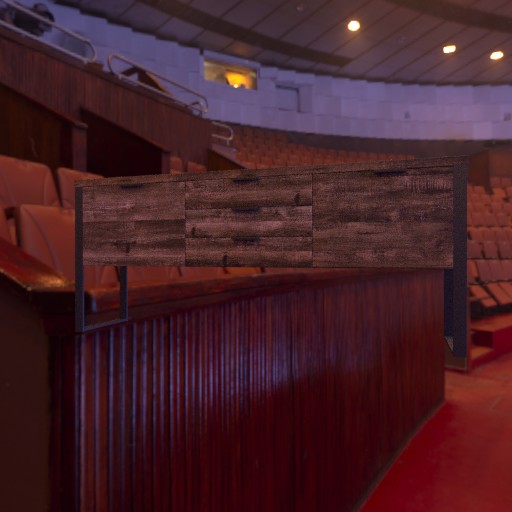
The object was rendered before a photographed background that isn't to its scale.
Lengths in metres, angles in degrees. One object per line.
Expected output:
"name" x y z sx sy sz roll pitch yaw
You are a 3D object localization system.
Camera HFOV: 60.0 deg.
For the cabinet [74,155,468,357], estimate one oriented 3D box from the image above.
"cabinet" 0.000 0.000 2.124 1.800 0.762 0.395 0 0 18
